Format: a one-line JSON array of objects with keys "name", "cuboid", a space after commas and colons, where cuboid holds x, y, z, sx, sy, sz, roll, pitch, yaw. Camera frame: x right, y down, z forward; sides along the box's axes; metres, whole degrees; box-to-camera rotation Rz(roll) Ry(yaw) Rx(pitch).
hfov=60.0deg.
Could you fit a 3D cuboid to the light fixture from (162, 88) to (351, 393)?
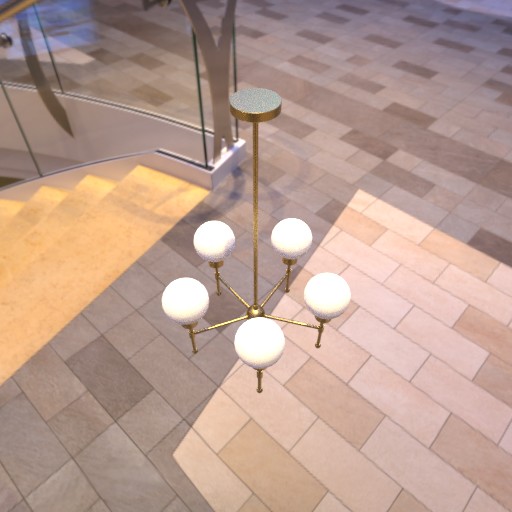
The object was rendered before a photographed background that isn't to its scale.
[{"name": "light fixture", "cuboid": [0.000, 0.000, 1.826, 0.815, 1.331, 0.785, -2, 47, -2]}]
